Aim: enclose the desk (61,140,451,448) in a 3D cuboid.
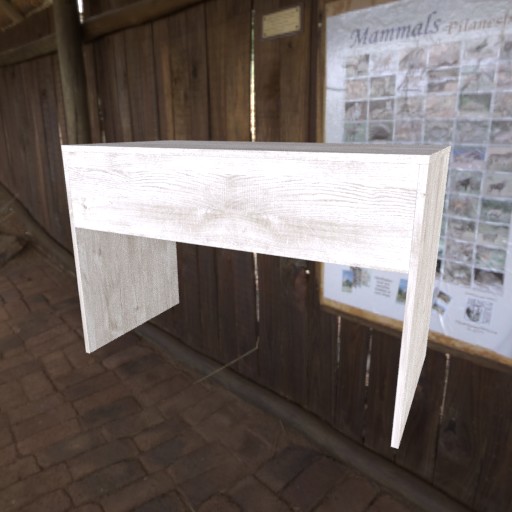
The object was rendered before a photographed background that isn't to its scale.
[{"bbox_3d":[0.000,0.000,1.505,1.100,0.730,0.560,8,18,26],"label":"desk"}]
